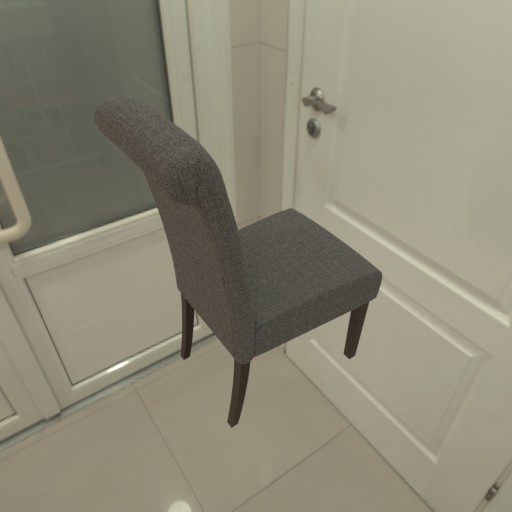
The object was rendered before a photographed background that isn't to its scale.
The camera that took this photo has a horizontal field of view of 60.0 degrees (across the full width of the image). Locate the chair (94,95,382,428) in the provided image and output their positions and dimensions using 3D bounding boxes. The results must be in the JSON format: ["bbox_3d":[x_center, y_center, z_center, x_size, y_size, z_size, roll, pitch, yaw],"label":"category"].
[{"bbox_3d":[0.000,0.000,1.353,0.671,1.006,0.456,-24,45,-26],"label":"chair"}]
